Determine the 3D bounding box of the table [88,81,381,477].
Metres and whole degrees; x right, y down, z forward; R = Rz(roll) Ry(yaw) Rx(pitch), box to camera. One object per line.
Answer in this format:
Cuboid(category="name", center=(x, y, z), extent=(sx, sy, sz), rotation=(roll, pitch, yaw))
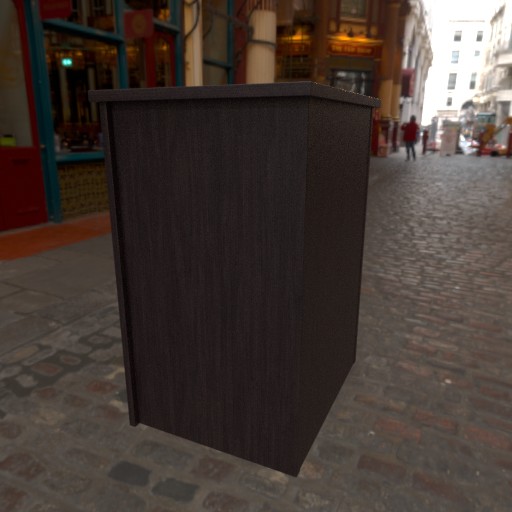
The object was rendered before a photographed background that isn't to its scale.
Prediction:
Cuboid(category="table", center=(0.000, 0.000, 0.933), extent=(0.381, 0.635, 0.480), rotation=(8, 18, 24))
